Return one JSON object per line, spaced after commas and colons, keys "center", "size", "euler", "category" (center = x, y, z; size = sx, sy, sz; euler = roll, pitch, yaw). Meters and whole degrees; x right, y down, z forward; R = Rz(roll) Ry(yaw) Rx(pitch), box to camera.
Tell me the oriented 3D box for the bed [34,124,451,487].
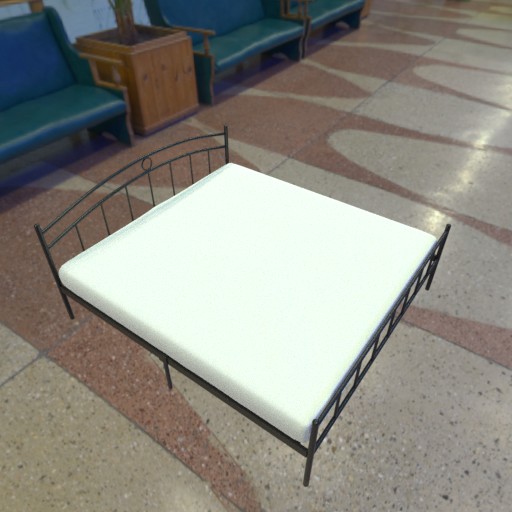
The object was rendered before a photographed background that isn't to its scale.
{"center": [0.000, 0.000, 3.094], "size": [2.040, 0.940, 1.880], "euler": [25, 46, 27], "category": "bed"}
